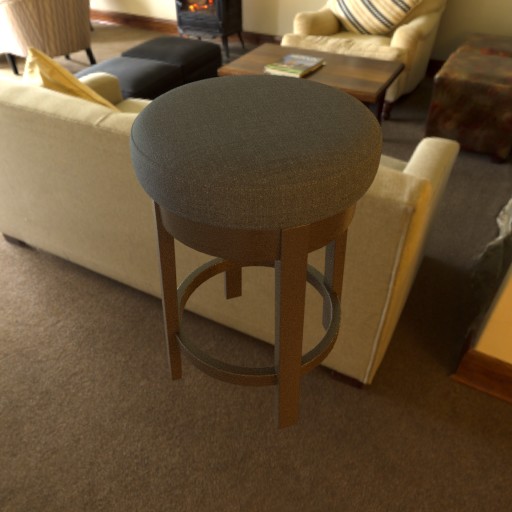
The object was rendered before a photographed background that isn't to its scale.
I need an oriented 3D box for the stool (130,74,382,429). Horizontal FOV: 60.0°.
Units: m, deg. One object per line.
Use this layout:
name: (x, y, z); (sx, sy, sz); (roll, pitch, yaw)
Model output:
stool: (0.000, 0.000, 0.949); (0.449, 0.655, 0.449); (0, 40, 0)
